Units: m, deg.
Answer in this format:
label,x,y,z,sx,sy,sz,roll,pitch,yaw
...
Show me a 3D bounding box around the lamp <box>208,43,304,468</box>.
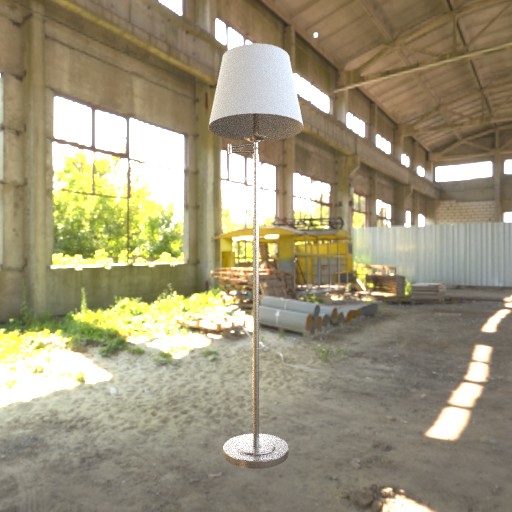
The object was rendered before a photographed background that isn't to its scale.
label,x,y,z,sx,sy,sz,roll,pitch,yaw
lamp,0.000,0.000,1.658,0.355,1.473,0.355,0,0,0
